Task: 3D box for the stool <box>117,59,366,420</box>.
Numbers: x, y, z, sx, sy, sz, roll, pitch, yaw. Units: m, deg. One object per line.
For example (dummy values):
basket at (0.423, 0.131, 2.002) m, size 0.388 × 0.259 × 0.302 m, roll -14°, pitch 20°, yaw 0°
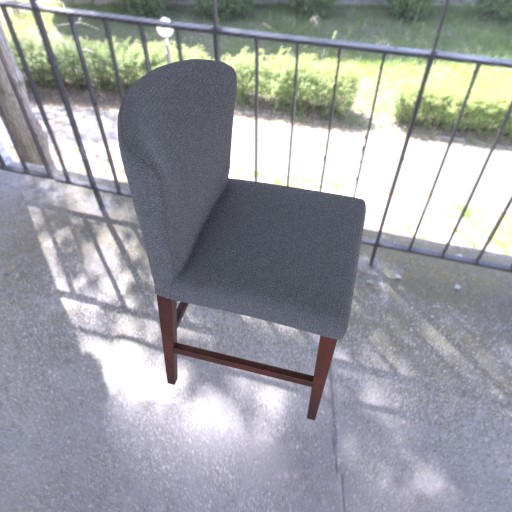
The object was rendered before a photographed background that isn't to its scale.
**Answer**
stool at (0.000, 0.000, 1.278) m, size 0.568 × 0.968 × 0.479 m, roll 11°, pitch 47°, yaw 10°
